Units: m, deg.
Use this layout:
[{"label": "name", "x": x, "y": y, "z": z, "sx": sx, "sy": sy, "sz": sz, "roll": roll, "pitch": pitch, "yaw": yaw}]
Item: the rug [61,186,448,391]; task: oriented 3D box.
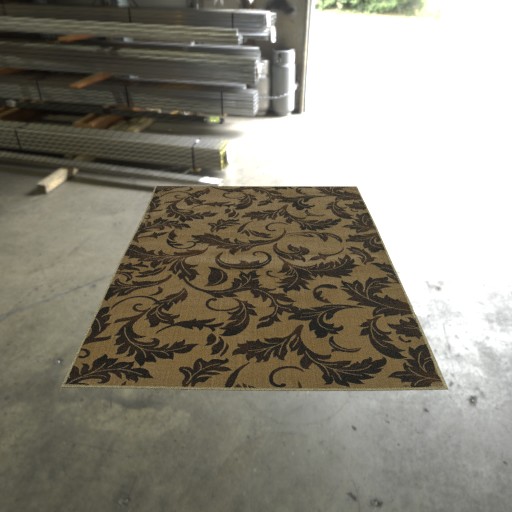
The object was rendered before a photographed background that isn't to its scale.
[{"label": "rug", "x": 0.000, "y": 0.000, "z": 3.937, "sx": 2.380, "sy": 0.008, "sz": 2.977, "roll": 0, "pitch": 33, "yaw": 0}]
